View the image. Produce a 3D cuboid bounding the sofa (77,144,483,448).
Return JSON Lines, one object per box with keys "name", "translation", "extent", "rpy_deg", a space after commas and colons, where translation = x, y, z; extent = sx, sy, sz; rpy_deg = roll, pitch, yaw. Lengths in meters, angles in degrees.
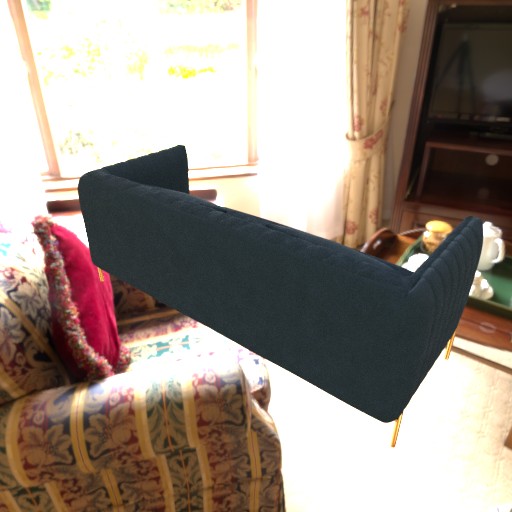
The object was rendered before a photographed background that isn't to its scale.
{"name": "sofa", "translation": [0.000, 0.000, 2.518], "extent": [2.136, 0.793, 0.896], "rpy_deg": [21, 36, 33]}
